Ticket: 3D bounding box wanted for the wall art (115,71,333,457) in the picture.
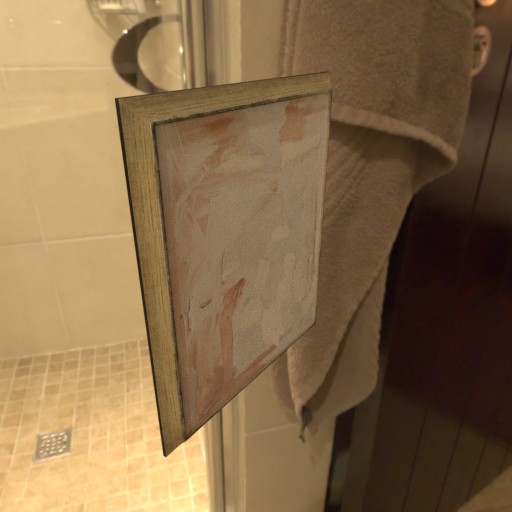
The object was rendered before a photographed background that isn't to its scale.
[{"bbox_3d":[0.000,0.000,0.622,0.023,0.457,0.381,19,32,33],"label":"wall art"}]
